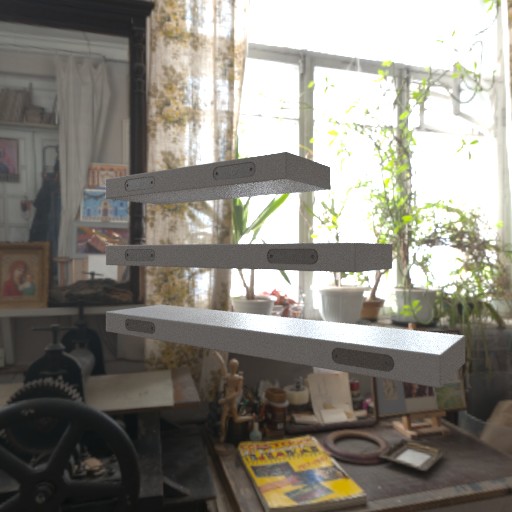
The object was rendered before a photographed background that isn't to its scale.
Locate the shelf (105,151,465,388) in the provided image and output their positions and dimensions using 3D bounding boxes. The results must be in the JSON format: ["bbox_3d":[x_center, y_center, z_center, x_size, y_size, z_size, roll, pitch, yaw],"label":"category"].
[{"bbox_3d":[0.000,0.000,0.730,0.610,0.293,0.140,0,1,36],"label":"shelf"}]
